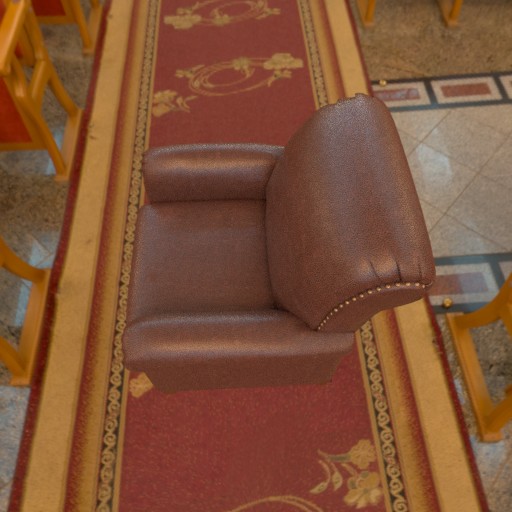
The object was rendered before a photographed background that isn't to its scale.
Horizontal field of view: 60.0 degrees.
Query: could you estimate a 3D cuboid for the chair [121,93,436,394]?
[{"bbox_3d":[0.000,0.000,1.578,0.890,0.927,0.854,-2,59,-1],"label":"chair"}]
